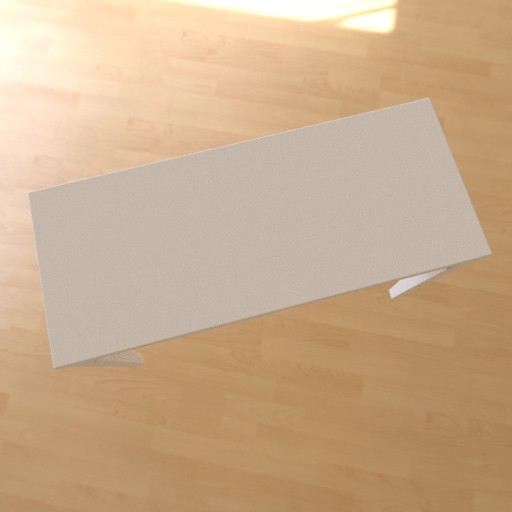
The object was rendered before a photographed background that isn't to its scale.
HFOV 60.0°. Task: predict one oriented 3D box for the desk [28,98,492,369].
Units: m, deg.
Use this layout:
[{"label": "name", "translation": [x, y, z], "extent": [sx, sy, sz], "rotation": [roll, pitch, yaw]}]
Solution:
[{"label": "desk", "translation": [0.000, 0.000, 1.621], "extent": [1.220, 0.775, 0.508], "rotation": [-14, 76, -3]}]
